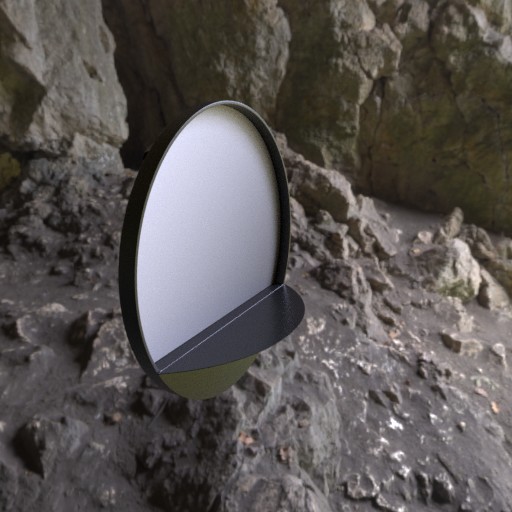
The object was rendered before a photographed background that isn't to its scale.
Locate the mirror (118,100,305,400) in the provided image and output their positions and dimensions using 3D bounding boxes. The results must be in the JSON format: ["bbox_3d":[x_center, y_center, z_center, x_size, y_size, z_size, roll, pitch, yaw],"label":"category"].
[{"bbox_3d":[0.000,0.000,0.687,0.133,0.457,0.457,8,17,26],"label":"mirror"}]
